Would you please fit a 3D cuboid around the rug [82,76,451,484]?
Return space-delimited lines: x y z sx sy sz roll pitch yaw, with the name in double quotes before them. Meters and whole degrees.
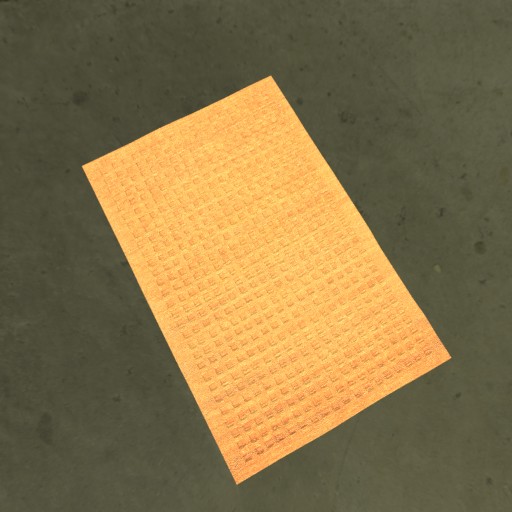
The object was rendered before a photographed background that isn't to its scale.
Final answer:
"rug" 0.000 0.000 2.209 1.143 0.006 1.747 -28 77 -7
